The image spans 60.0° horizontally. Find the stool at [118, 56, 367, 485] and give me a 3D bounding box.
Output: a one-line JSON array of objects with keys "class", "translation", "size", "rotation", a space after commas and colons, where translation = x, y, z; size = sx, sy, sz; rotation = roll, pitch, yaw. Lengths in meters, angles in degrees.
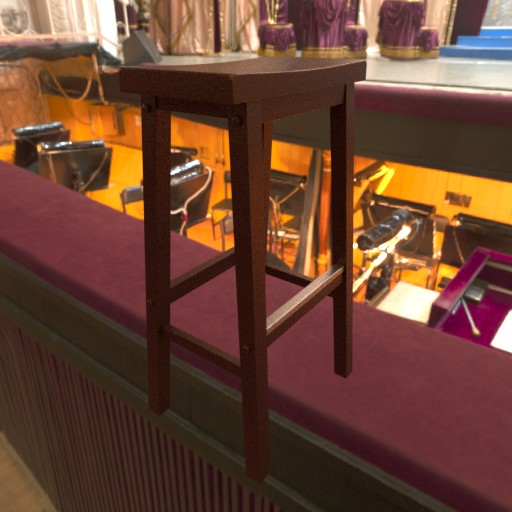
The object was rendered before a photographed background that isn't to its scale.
[{"class": "stool", "translation": [0.000, 0.000, 0.927], "size": [0.322, 0.742, 0.406], "rotation": [19, 32, 32]}]
